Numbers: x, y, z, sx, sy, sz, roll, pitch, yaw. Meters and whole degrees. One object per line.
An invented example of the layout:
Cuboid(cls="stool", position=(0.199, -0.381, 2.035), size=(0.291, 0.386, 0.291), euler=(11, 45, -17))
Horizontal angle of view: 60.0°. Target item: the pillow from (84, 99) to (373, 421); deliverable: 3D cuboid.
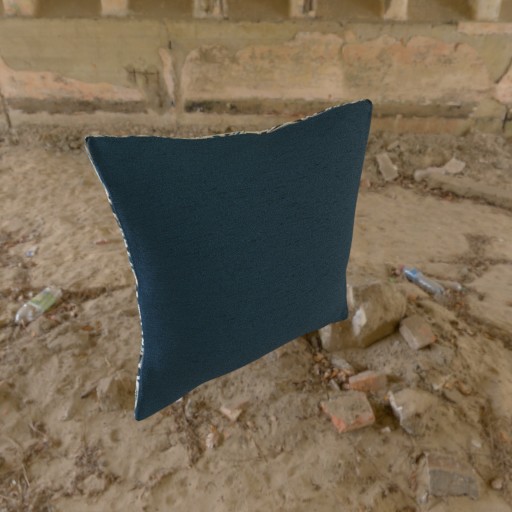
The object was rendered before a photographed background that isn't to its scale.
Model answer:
Cuboid(cls="pillow", position=(0.000, 0.000, 0.667), size=(0.440, 0.420, 0.145), euler=(-19, 34, -30))
